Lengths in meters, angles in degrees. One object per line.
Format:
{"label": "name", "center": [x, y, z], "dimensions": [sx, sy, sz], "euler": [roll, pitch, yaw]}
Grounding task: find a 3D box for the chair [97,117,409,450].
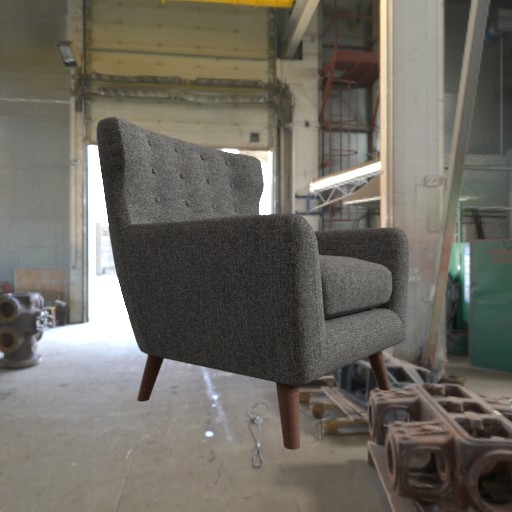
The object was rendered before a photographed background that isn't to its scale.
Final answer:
{"label": "chair", "center": [0.000, 0.000, 1.722], "dimensions": [0.940, 1.039, 0.889], "euler": [0, 0, 38]}
